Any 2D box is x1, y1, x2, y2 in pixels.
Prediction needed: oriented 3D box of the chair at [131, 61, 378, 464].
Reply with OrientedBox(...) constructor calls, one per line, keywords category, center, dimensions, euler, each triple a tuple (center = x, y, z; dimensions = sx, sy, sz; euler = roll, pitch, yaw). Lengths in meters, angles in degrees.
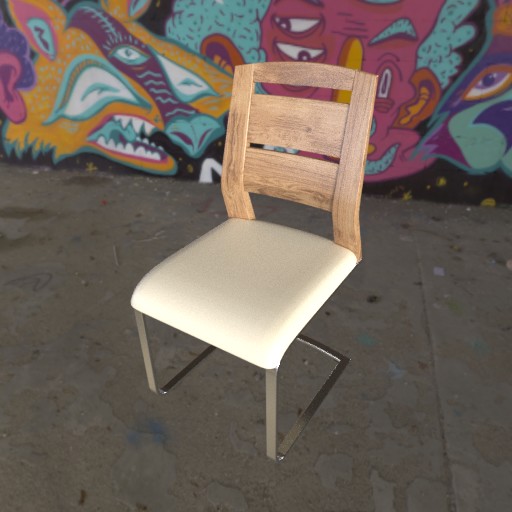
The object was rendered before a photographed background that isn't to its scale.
OrientedBox(category="chair", center=(0.000, 0.000, 1.232), dimensions=(0.457, 0.955, 0.561), euler=(18, 34, 29))
